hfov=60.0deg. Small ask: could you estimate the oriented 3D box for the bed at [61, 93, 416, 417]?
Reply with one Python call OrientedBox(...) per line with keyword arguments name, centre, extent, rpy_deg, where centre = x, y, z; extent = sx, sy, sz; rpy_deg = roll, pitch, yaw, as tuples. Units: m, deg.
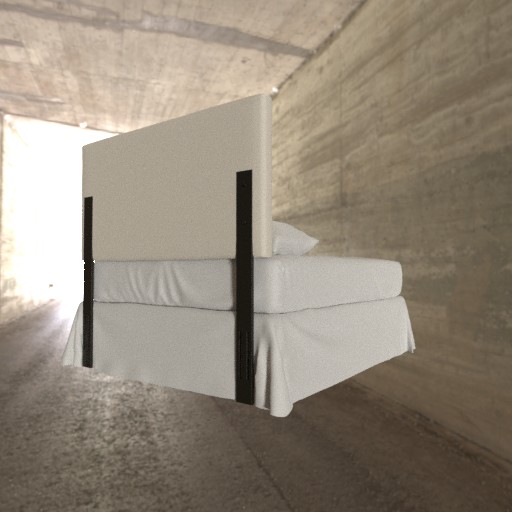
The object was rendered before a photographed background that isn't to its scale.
OrientedBox(name="bed", centre=(0.000, 0.000, 3.500), extent=(1.936, 1.577, 2.222), rpy_deg=(-1, -2, 37))
